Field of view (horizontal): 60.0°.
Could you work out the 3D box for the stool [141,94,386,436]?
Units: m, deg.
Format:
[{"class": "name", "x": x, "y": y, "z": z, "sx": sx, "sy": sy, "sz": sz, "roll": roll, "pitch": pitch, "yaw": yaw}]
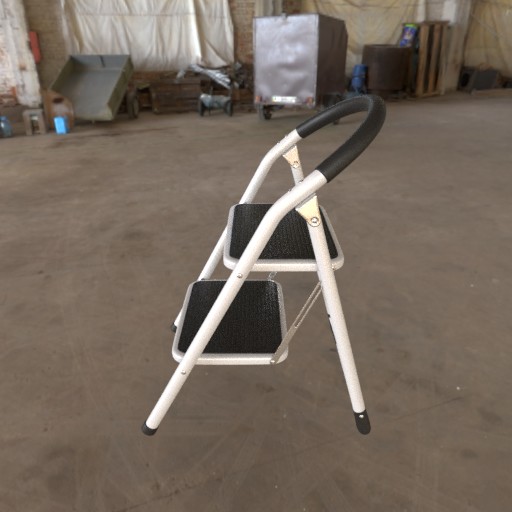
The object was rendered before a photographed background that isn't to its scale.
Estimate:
[{"class": "stool", "x": 0.000, "y": 0.000, "z": 1.108, "sx": 0.559, "sy": 0.760, "sz": 0.453, "roll": 0, "pitch": 26, "yaw": 0}]
